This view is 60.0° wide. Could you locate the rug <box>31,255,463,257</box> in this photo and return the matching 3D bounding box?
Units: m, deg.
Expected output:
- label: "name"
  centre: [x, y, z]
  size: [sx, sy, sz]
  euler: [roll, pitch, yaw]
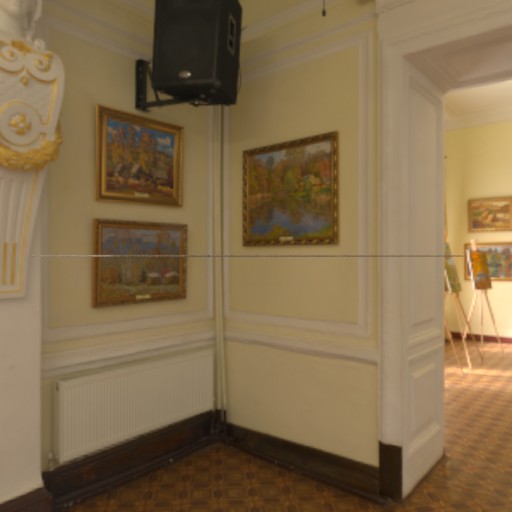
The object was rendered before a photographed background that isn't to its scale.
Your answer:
- label: "rug"
  centre: [0.000, 0.000, 2.924]
  size: [2.427, 0.007, 1.515]
  euler: [0, 0, -37]
